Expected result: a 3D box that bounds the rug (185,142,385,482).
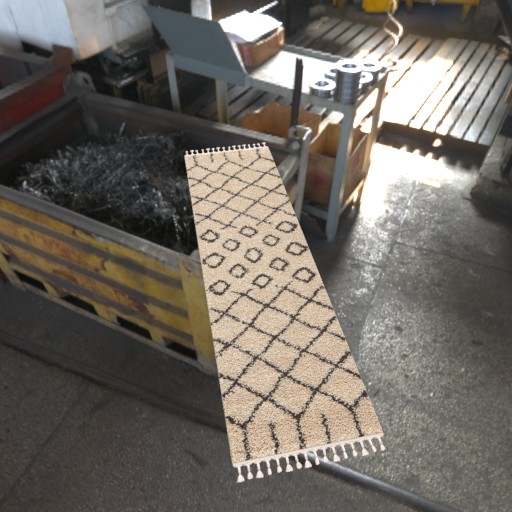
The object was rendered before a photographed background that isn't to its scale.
[{"bbox_3d":[0.000,0.000,2.663,0.660,0.005,2.464,-8,46,-8],"label":"rug"}]
